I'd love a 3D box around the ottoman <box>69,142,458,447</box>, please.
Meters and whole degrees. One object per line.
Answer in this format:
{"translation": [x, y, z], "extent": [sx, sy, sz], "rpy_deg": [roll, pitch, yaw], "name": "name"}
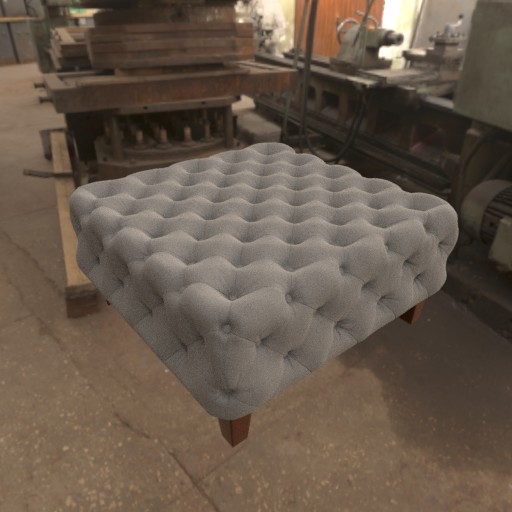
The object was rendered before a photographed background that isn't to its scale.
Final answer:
{"translation": [0.000, 0.000, 1.441], "extent": [0.911, 0.439, 0.917], "rpy_deg": [-22, 37, -33], "name": "ottoman"}
